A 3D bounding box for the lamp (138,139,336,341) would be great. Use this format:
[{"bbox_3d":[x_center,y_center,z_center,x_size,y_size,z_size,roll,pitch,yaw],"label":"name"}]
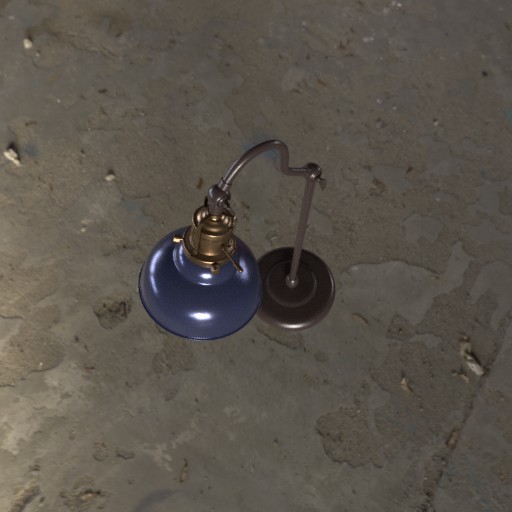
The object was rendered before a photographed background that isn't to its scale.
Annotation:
[{"bbox_3d":[0.000,0.000,0.701,0.374,0.508,0.192,-33,67,-15],"label":"lamp"}]
